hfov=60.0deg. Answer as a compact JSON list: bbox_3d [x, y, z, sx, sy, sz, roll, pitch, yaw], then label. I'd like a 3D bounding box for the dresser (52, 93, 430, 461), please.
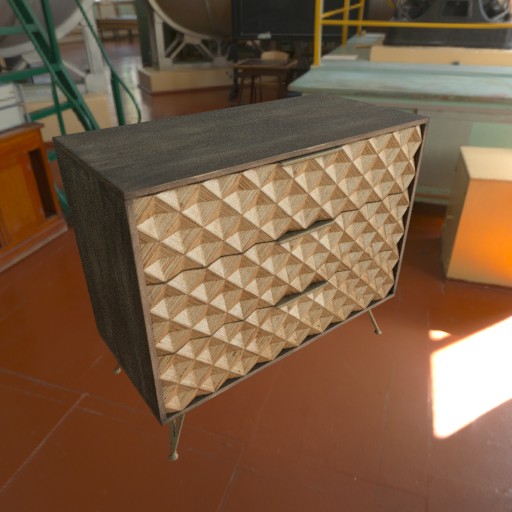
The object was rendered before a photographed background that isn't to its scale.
[{"bbox_3d":[0.000,0.000,1.384,0.923,0.801,0.453,-21,37,-31],"label":"dresser"}]
